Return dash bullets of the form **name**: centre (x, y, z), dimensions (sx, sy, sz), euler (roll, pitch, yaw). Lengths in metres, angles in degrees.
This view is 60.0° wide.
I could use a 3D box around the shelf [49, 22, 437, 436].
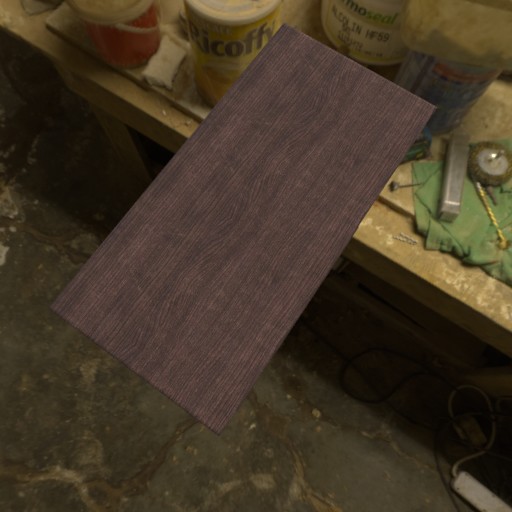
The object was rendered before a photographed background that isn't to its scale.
- **shelf**: centre (0.000, 0.000, 1.258), dimensions (0.390, 0.786, 0.790), euler (33, 77, 9)
